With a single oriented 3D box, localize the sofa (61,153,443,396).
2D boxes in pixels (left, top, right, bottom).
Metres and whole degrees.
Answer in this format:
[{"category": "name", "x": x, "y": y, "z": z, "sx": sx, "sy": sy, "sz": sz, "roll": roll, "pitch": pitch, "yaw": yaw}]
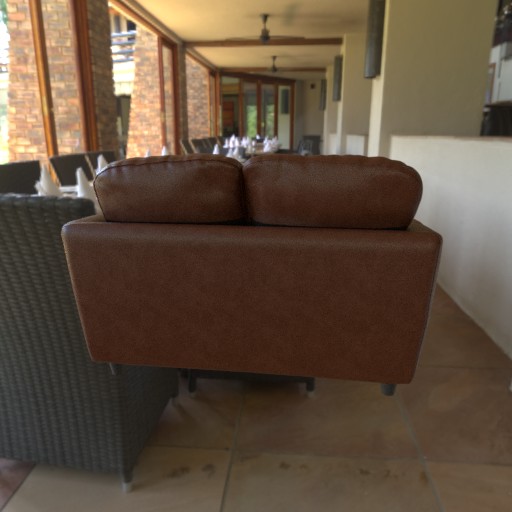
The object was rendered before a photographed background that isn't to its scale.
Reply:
[{"category": "sofa", "x": 0.000, "y": 0.000, "z": 1.948, "sx": 1.406, "sy": 0.906, "sz": 0.805, "roll": 2, "pitch": 16, "yaw": 8}]
